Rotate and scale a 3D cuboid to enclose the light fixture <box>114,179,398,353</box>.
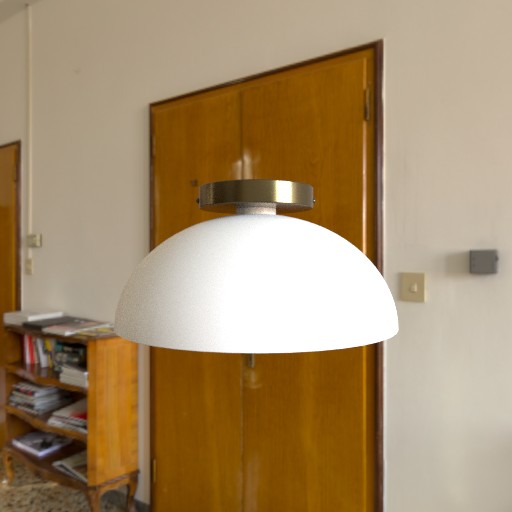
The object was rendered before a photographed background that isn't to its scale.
[{"bbox_3d":[0.000,0.000,0.580,0.355,0.177,0.355,0,0,0],"label":"light fixture"}]
